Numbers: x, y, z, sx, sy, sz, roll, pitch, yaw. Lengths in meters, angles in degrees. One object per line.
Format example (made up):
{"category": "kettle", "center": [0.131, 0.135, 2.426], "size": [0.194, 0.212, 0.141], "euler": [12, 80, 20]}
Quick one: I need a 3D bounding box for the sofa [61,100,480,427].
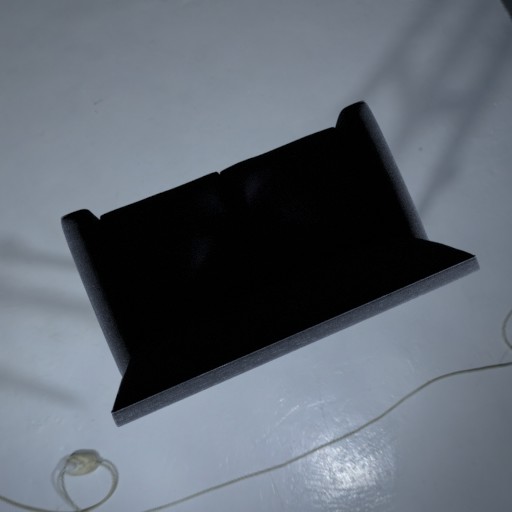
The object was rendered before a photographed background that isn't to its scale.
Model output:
{"category": "sofa", "center": [0.000, 0.000, 1.976], "size": [1.420, 0.846, 0.875], "euler": [-22, 78, -5]}
